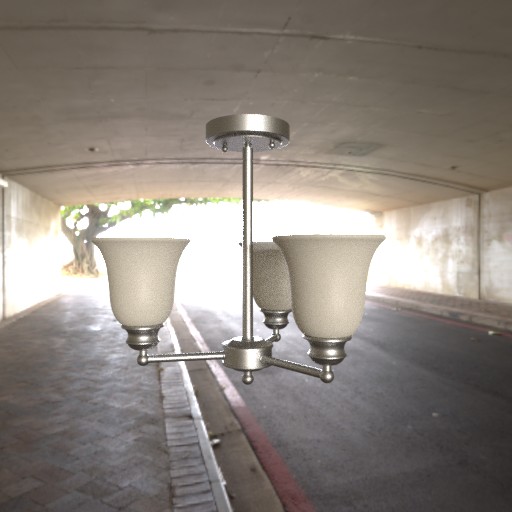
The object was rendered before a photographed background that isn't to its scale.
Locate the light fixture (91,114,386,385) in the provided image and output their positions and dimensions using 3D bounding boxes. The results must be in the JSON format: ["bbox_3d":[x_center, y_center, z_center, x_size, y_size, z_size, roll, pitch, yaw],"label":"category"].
[{"bbox_3d":[0.000,0.000,0.673,0.388,0.370,0.354,0,0,19],"label":"light fixture"}]
